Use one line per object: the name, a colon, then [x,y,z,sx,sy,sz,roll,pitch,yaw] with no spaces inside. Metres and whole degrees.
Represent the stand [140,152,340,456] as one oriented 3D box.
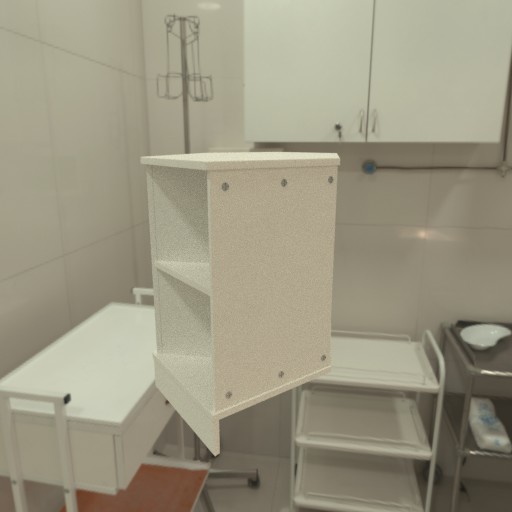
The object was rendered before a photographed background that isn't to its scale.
stand: [0.000,0.000,1.377,0.477,0.614,1.072,2,14,9]
